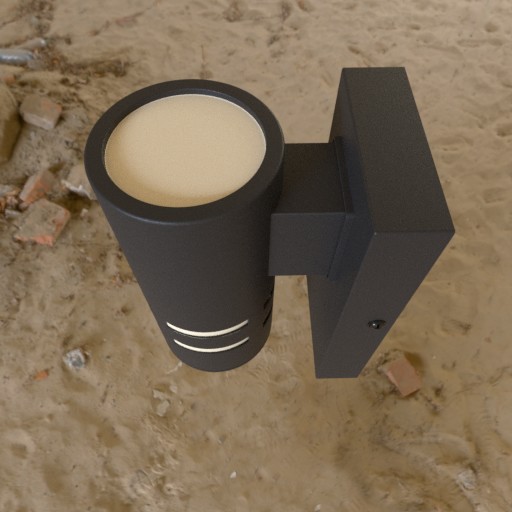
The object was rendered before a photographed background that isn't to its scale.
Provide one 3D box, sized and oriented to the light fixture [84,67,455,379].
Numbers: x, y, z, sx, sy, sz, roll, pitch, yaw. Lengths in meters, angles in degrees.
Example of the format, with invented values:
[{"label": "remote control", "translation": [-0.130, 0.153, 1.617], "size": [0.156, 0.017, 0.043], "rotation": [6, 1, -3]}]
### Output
[{"label": "light fixture", "translation": [0.000, 0.000, 0.255], "size": [0.138, 0.179, 0.098], "rotation": [-1, 59, -1]}]
